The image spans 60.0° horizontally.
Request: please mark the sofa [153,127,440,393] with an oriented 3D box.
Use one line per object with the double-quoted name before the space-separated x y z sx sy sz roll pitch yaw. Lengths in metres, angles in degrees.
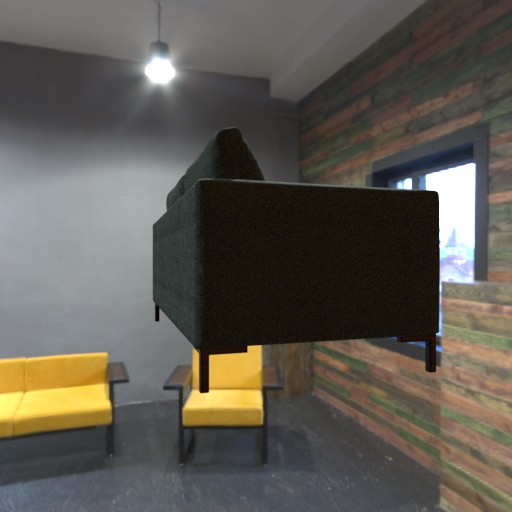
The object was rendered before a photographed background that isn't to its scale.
"sofa" 0.000 0.000 2.183 0.875 0.817 1.676 0 -1 -17
